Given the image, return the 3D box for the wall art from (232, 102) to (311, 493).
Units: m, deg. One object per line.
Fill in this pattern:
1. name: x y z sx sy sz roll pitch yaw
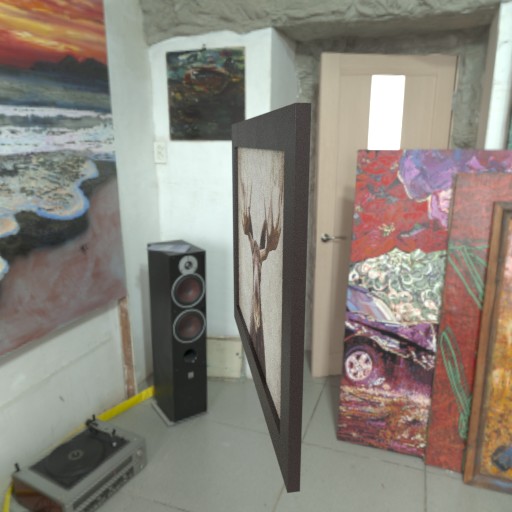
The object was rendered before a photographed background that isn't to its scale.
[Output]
1. wall art: 0.000 0.000 1.601 0.034 0.952 1.207 -2 15 -9
